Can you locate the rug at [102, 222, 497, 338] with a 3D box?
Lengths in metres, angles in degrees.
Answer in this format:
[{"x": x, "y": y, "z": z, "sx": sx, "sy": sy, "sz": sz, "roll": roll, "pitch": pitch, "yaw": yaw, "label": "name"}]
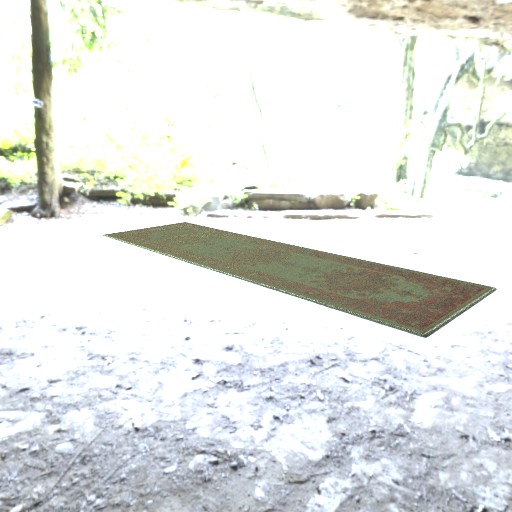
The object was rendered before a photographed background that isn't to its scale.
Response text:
[{"x": 0.000, "y": 0.000, "z": 1.975, "sx": 0.562, "sy": 0.009, "sz": 1.824, "roll": -14, "pitch": 20, "yaw": -43, "label": "rug"}]
